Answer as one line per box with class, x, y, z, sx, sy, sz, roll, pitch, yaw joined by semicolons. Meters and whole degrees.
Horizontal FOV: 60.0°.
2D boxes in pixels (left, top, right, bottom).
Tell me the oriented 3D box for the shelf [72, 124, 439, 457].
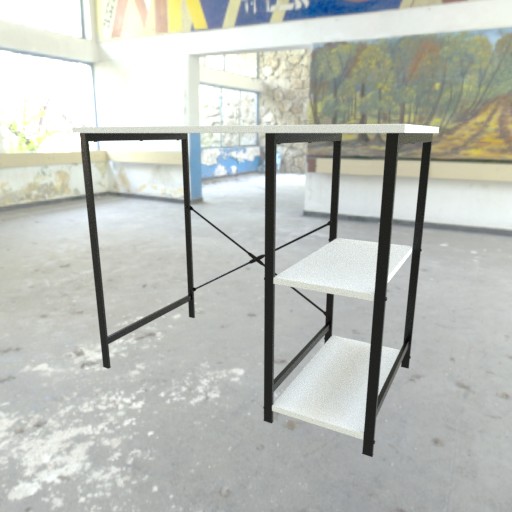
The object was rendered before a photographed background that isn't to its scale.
shelf;0.000;0.000;1.342;0.902;0.750;0.498;8;17;27
